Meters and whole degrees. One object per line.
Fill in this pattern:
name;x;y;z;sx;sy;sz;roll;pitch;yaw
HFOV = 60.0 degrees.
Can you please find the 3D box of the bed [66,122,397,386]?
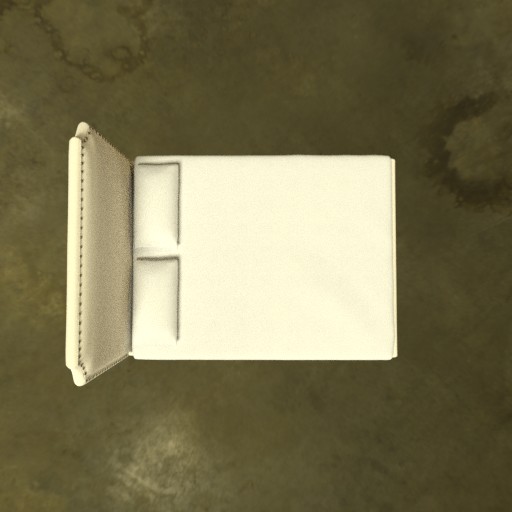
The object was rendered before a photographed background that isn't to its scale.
bed;0.000;0.000;3.462;2.372;1.497;1.712;0;88;1
